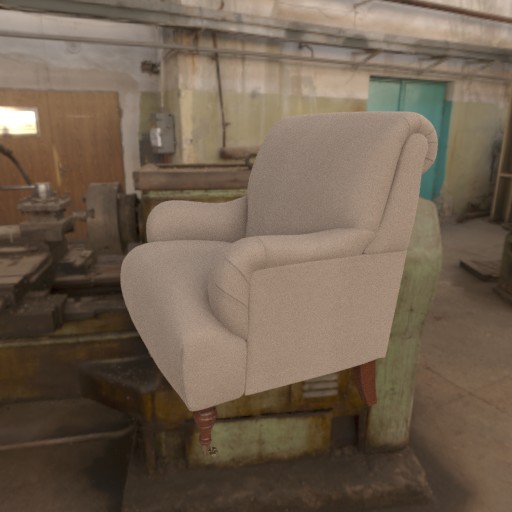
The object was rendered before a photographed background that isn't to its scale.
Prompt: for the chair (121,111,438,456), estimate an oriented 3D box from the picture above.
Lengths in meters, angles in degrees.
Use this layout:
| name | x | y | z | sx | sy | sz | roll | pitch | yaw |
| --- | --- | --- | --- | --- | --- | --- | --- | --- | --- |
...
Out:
| name | x | y | z | sx | sy | sz | roll | pitch | yaw |
| --- | --- | --- | --- | --- | --- | --- | --- | --- | --- |
| chair | 0.000 | 0.000 | 1.513 | 0.842 | 0.942 | 0.766 | -8 | 18 | -26 |
